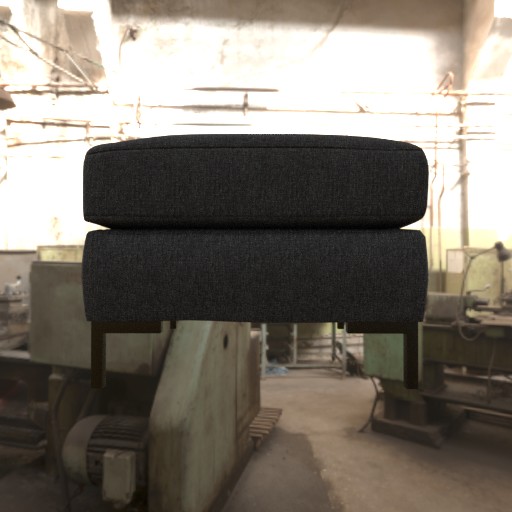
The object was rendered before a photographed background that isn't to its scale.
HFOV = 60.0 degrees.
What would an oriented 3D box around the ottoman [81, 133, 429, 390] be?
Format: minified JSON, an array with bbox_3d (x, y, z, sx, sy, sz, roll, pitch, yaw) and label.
[{"bbox_3d":[0.000,0.000,1.271,0.695,0.533,0.831,0,-1,1],"label":"ottoman"}]
